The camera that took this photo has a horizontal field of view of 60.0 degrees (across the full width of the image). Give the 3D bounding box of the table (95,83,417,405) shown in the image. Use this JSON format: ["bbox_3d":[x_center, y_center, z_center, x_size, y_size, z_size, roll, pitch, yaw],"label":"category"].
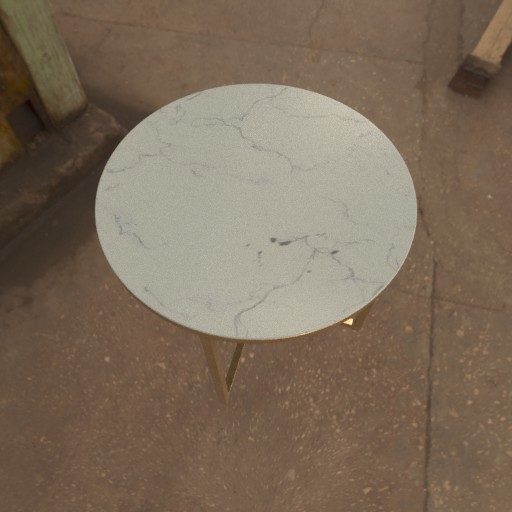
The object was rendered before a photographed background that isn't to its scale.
[{"bbox_3d":[0.000,0.000,0.879,0.500,0.420,0.500,0,59,0],"label":"table"}]
